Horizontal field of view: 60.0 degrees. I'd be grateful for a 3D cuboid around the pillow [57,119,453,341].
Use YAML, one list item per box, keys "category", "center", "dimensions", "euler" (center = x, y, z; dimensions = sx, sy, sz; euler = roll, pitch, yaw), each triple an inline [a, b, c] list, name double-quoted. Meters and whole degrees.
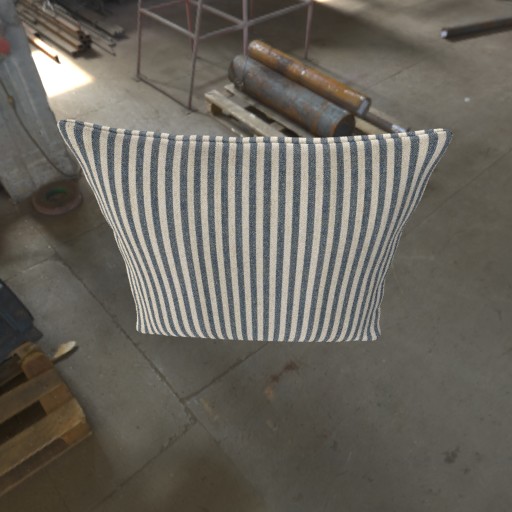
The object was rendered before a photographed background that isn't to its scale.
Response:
- category: "pillow"
  center: [0.000, 0.000, 0.765]
  dimensions: [0.523, 0.510, 0.166]
  euler: [2, 47, 2]
